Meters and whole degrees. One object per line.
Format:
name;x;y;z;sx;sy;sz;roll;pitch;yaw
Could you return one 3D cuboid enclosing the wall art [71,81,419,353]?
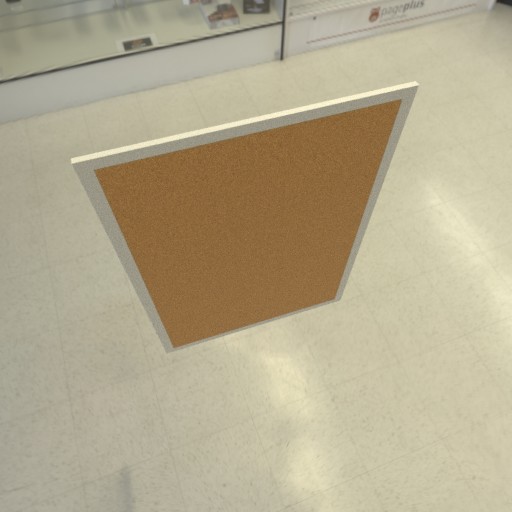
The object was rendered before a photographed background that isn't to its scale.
wall art;0.000;0.000;1.204;0.659;0.940;0.013;-16;59;-9
